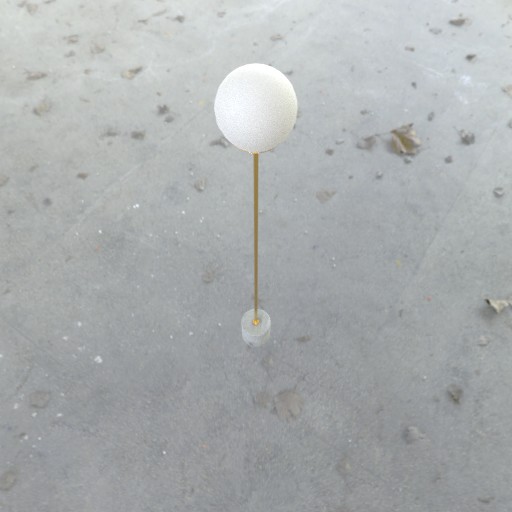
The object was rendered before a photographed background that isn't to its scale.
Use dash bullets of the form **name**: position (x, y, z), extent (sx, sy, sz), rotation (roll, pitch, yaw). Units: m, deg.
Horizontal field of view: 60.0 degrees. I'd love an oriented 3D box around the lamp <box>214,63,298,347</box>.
- **lamp**: position (0.000, 0.000, 1.848), extent (0.224, 1.753, 0.224), rotation (31, 64, 17)
